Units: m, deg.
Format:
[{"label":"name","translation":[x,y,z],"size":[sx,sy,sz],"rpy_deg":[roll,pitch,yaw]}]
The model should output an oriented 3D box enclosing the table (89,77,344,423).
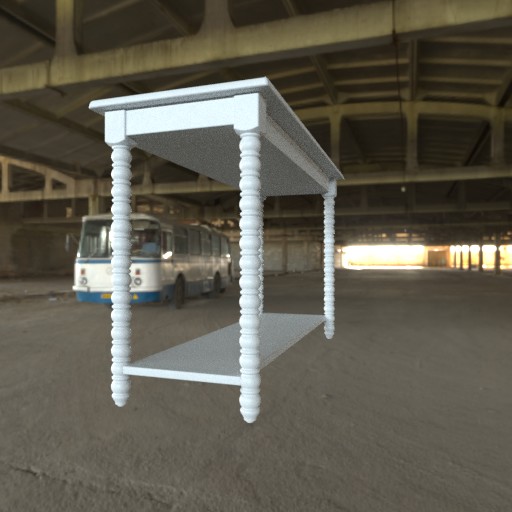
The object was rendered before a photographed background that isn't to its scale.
[{"label":"table","translation":[0.000,0.000,1.548],"size":[0.459,0.740,1.184],"rpy_deg":[0,0,19]}]
